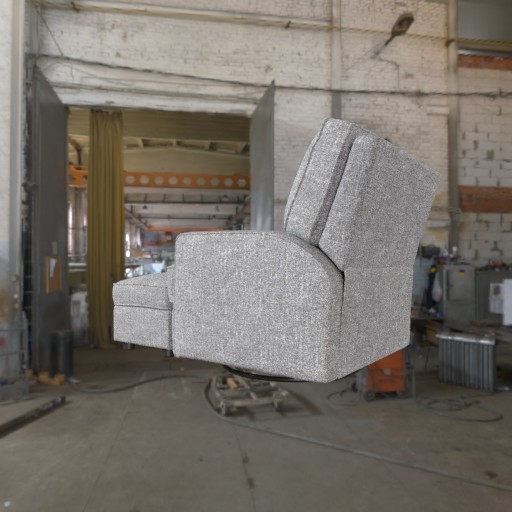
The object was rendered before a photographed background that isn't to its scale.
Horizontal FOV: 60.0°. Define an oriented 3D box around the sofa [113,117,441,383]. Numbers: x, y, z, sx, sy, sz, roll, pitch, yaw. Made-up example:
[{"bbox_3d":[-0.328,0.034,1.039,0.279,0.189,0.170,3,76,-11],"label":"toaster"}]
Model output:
[{"bbox_3d":[0.000,0.000,2.077,1.472,0.959,0.861,-1,-1,36],"label":"sofa"}]
